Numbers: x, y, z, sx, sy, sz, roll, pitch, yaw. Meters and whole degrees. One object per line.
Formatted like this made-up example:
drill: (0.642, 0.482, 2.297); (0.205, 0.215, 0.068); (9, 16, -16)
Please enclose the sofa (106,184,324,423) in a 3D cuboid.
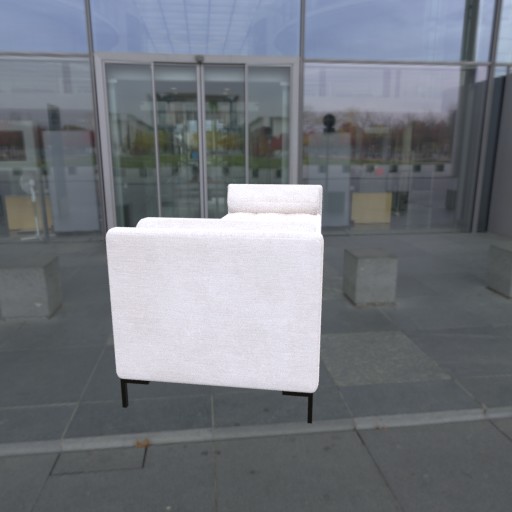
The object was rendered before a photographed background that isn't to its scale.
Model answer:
sofa: (0.000, 0.000, 2.363); (0.686, 0.635, 1.981); (2, 14, 8)
